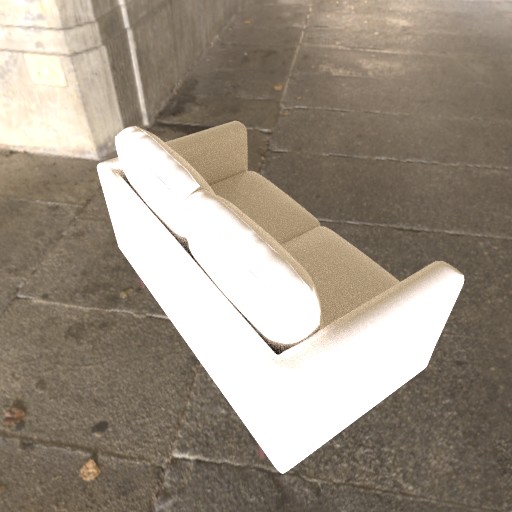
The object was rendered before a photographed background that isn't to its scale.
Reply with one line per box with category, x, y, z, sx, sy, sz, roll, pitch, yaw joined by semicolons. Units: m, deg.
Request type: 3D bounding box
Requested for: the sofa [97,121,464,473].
sofa;0.000;0.000;1.916;0.796;0.908;1.430;-25;48;-25
